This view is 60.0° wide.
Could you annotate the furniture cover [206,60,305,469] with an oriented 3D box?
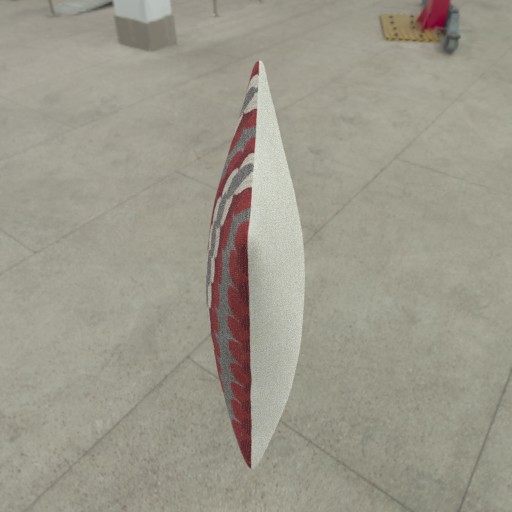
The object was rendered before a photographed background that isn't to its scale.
[{"bbox_3d":[0.000,0.000,0.647,0.145,0.420,0.435,1,41,1],"label":"furniture cover"}]
